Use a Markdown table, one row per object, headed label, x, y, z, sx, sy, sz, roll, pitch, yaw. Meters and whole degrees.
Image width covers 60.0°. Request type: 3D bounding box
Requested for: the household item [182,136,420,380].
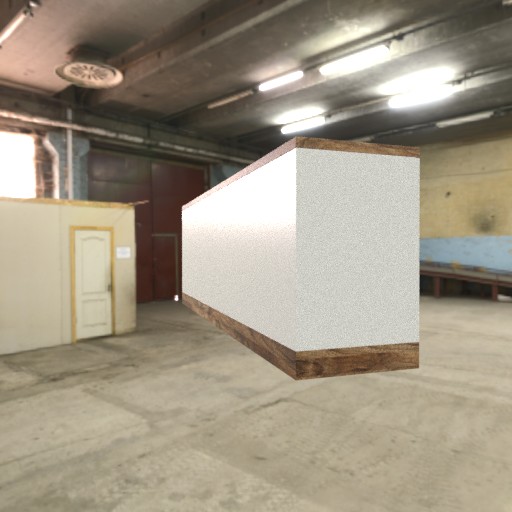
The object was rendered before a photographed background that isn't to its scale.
| label | x | y | z | sx | sy | sz | roll | pitch | yaw |
| --- | --- | --- | --- | --- | --- | --- | --- | --- | --- |
| household item | 0.000 | 0.000 | 2.031 | 0.390 | 0.615 | 1.800 | 0 | 0 | -18 |
